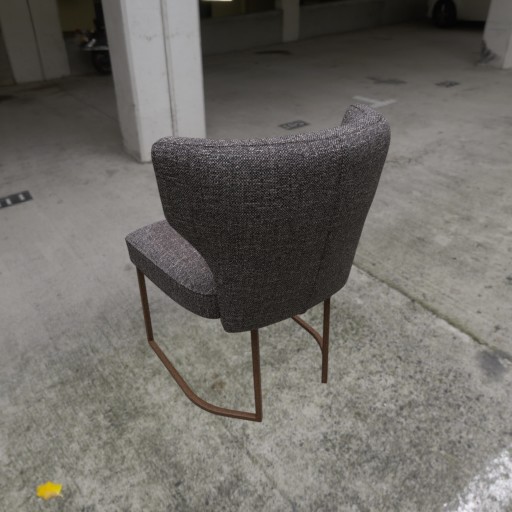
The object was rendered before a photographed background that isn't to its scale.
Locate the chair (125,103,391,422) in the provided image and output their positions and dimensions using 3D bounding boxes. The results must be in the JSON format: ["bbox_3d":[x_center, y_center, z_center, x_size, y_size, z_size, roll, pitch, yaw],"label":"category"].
[{"bbox_3d":[0.000,0.000,1.268,0.611,0.824,0.617,-20,36,-30],"label":"chair"}]
